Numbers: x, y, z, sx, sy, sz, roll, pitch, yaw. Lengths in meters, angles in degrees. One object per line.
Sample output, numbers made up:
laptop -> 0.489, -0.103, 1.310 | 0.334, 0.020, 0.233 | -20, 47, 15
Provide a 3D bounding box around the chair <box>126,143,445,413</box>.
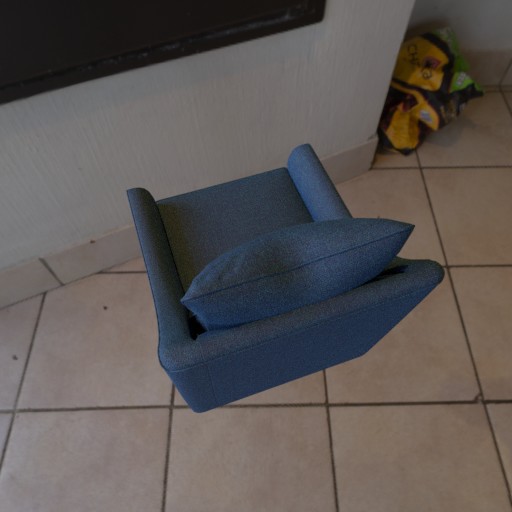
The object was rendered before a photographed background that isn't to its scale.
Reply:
chair -> 0.000, 0.000, 1.567 | 0.750, 0.939, 0.870 | -17, 60, -10
